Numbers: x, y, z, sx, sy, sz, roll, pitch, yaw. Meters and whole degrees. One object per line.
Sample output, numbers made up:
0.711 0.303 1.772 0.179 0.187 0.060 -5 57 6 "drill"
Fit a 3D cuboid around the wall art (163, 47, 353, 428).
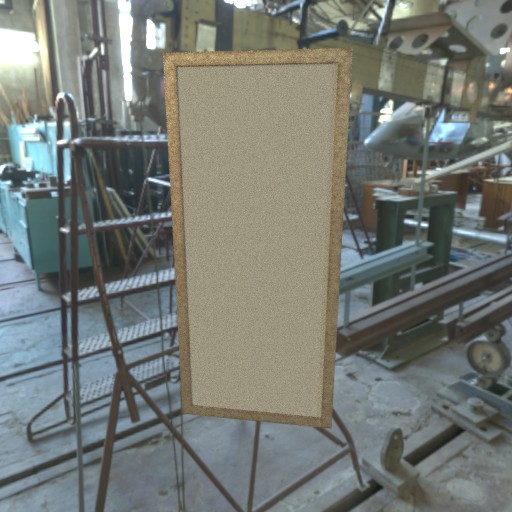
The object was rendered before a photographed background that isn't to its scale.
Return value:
0.000 0.000 1.722 0.648 1.461 0.051 3 16 9 "wall art"
